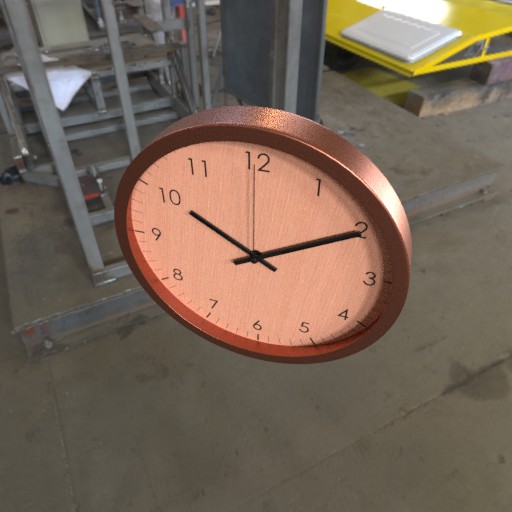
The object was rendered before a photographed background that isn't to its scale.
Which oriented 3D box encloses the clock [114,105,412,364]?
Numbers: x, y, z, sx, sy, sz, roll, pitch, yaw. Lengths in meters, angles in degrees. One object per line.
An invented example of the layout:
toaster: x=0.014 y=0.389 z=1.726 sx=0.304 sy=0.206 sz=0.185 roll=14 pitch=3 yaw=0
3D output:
clock: x=0.000 y=0.000 z=0.474 sx=0.313 sy=0.313 sz=0.040 roll=12 pitch=43 yaw=13
